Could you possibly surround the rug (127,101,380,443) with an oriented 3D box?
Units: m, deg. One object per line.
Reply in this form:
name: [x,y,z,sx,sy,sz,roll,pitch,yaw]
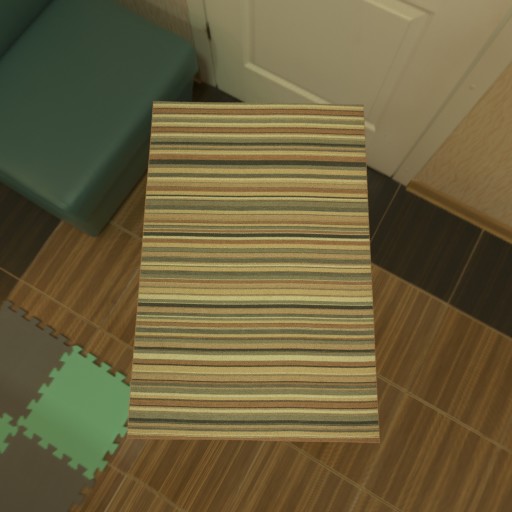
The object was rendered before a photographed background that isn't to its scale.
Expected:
rug: [0.000,0.000,2.348,1.219,0.008,1.829,1,76,0]
